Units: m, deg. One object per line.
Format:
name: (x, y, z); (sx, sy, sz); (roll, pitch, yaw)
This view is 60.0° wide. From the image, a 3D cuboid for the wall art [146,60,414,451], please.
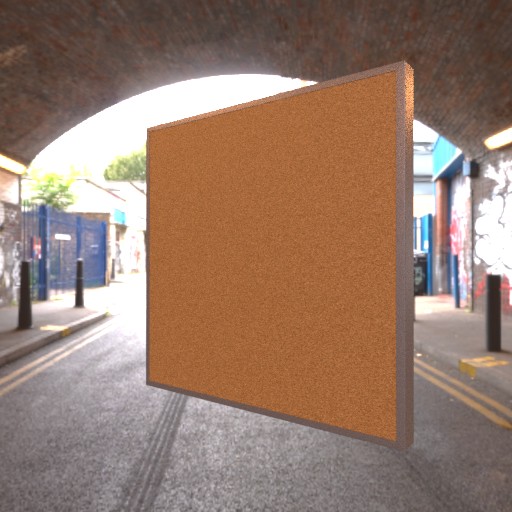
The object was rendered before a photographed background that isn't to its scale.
wall art: (0.000, 0.000, 0.508); (0.349, 0.349, 0.028); (0, 0, 36)
